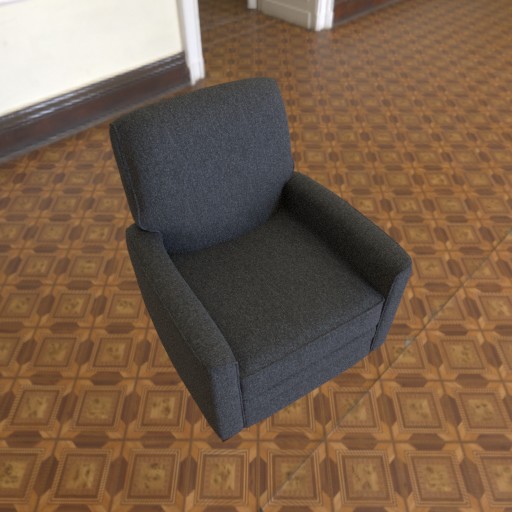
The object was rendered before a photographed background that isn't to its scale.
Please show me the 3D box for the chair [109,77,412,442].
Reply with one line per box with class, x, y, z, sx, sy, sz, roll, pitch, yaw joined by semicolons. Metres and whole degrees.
chair;0.000;0.000;1.681;0.839;1.016;0.850;-24;51;-21
